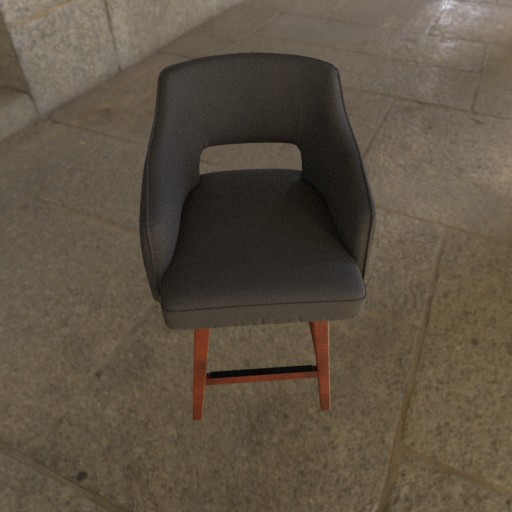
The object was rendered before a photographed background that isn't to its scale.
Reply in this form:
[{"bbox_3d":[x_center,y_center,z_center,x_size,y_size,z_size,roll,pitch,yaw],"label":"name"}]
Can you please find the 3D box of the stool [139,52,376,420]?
[{"bbox_3d":[0.000,0.000,1.242,0.548,0.912,0.558,-3,45,-3],"label":"stool"}]
